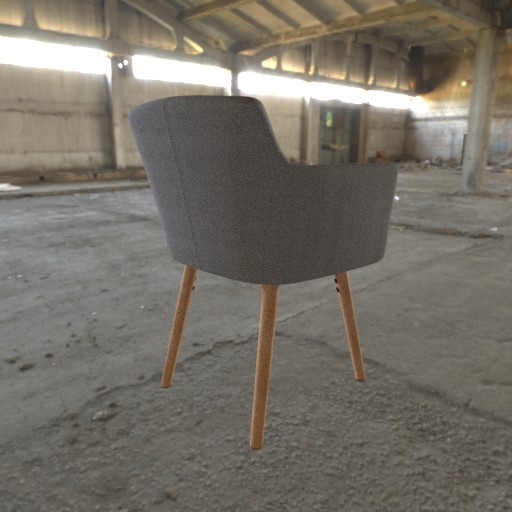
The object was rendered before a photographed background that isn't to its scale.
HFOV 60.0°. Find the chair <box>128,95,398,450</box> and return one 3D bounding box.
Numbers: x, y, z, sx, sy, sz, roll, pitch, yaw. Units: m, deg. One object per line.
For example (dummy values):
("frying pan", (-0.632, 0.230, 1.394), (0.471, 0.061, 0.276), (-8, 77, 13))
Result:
("chair", (0.000, 0.000, 1.196), (0.540, 0.780, 0.570), (-13, 19, -43))
